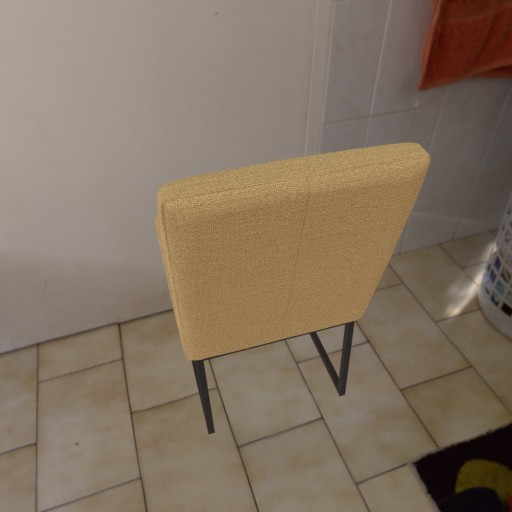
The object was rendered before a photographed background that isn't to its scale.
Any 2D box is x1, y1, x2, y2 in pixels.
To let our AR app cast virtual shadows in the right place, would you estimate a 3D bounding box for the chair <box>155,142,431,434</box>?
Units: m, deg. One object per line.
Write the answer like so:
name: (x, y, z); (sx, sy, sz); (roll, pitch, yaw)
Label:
chair: (0.000, 0.000, 1.285); (0.520, 0.930, 0.634); (-12, 44, -12)
